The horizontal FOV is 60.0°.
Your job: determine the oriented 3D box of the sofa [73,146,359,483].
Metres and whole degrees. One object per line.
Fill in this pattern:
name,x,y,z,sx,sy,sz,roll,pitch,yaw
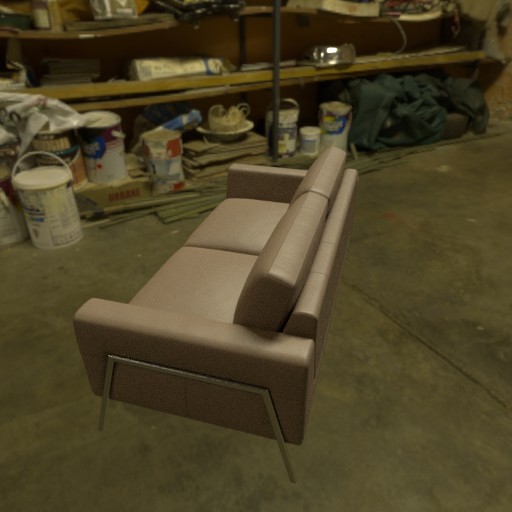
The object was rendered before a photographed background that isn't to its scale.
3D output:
sofa,0.000,0.000,2.536,0.953,0.875,2.017,8,31,14
